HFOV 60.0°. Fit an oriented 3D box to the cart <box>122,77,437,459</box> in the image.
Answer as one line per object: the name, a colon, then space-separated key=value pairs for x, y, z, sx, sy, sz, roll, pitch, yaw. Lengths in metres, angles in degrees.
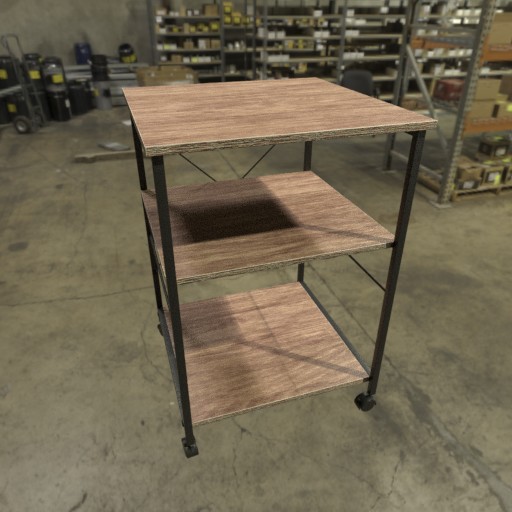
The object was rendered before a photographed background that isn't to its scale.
cart: x=0.000 y=0.000 z=1.137 sx=0.521 sy=0.762 sz=0.520 roll=-9 pitch=32 yaw=-16
